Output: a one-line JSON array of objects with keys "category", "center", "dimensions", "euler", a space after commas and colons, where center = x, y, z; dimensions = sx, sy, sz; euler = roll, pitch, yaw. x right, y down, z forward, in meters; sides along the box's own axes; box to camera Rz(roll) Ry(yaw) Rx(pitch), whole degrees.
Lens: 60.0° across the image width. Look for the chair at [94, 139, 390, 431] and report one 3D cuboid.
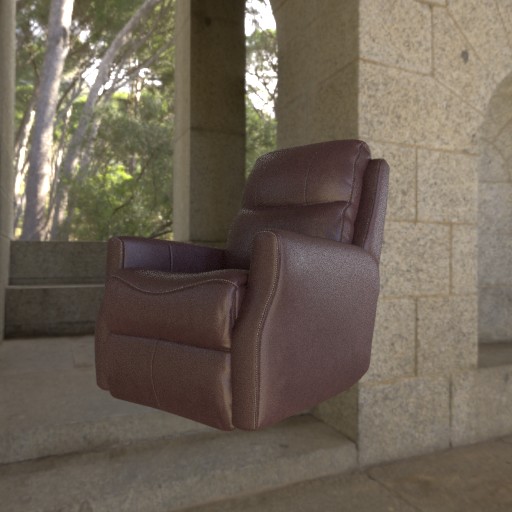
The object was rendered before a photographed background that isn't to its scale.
[{"category": "chair", "center": [0.000, 0.000, 1.755], "dimensions": [0.829, 1.030, 1.080], "euler": [0, 0, 36]}]
